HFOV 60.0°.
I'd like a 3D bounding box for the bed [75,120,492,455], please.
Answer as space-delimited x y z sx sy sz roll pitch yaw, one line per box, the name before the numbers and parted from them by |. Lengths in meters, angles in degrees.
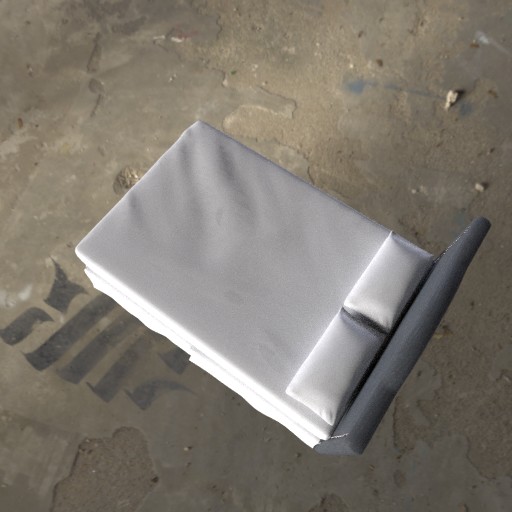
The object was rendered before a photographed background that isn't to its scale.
bed | 0.000 0.000 3.409 2.507 1.441 1.747 33 71 13
